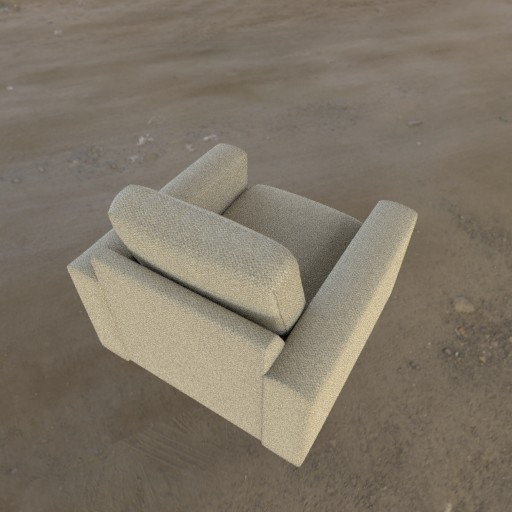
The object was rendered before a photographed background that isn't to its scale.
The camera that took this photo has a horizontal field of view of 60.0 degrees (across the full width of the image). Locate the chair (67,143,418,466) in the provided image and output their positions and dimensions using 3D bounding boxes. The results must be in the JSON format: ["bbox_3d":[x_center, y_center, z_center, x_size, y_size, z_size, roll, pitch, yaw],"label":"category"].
[{"bbox_3d":[0.000,0.000,1.806,1.005,0.873,1.016,24,51,21],"label":"chair"}]
